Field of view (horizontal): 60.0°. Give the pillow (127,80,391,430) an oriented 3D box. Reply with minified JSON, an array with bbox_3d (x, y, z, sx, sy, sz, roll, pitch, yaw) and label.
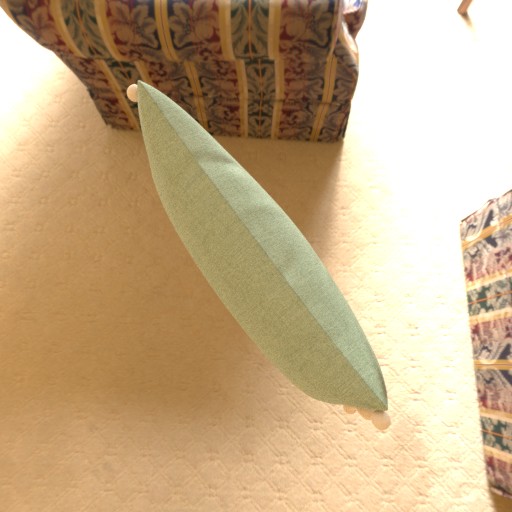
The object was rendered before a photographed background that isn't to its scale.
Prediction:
[{"bbox_3d":[0.000,0.000,0.833,0.201,0.322,0.709,-35,79,-8],"label":"pillow"}]
